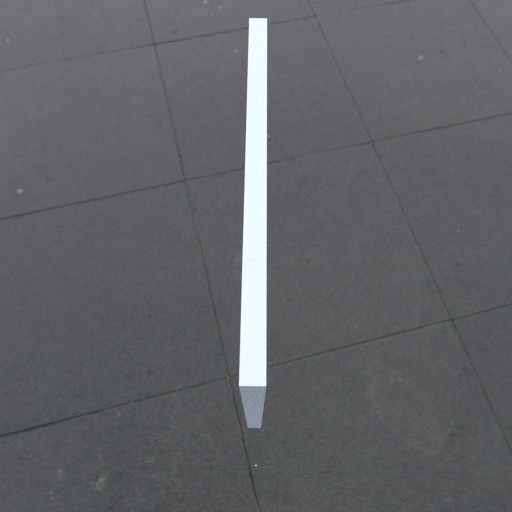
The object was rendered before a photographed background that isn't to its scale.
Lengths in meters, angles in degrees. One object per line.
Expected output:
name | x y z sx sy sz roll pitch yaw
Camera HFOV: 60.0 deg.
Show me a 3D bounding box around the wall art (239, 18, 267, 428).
wall art | 0.000 0.000 1.127 0.038 0.761 0.763 1 65 0
